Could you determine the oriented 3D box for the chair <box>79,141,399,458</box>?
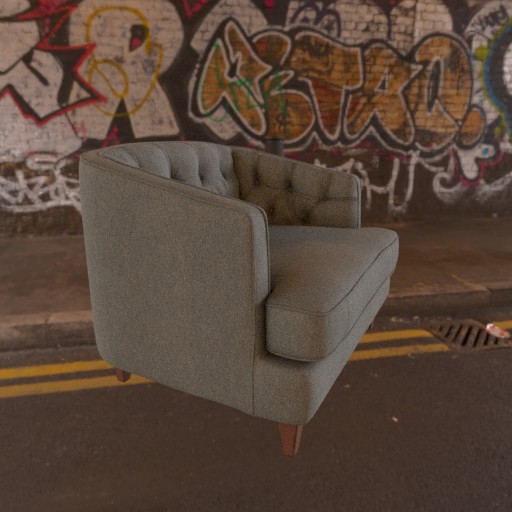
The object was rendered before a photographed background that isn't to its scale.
[{"bbox_3d":[0.000,0.000,1.719,0.945,0.852,1.094,8,17,26],"label":"chair"}]
